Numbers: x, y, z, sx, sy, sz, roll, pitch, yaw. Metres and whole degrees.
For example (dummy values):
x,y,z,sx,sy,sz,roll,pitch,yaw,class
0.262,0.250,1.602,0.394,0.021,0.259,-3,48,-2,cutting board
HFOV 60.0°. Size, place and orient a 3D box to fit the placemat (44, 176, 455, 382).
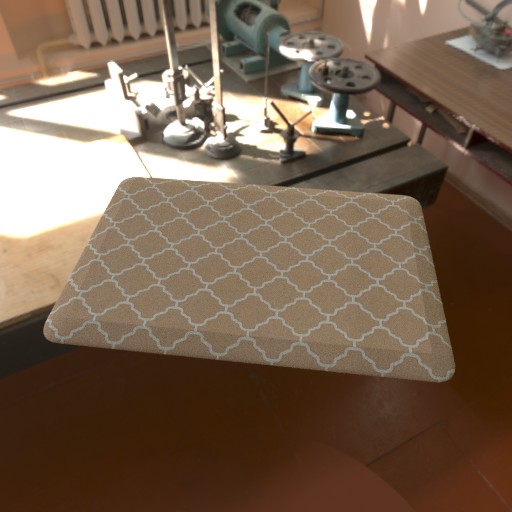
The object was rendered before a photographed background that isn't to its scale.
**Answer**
x,y,z,sx,sy,sz,roll,pitch,yaw,class
0.000,0.000,0.959,0.762,0.021,0.508,5,47,5,placemat
